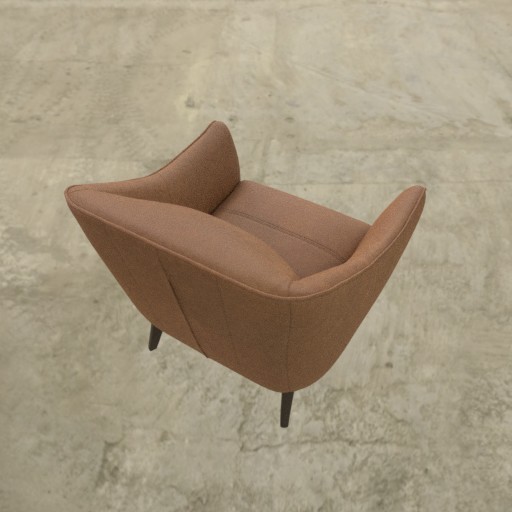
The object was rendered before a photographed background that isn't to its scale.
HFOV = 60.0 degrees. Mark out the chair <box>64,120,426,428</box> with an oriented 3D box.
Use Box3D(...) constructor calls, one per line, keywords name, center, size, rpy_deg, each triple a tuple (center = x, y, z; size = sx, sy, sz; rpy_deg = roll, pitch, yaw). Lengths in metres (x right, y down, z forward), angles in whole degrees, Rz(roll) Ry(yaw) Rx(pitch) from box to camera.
Box3D(name="chair", center=(0.000, 0.000, 1.518), size=(0.871, 0.830, 0.852), rpy_deg=(24, 51, 21))
